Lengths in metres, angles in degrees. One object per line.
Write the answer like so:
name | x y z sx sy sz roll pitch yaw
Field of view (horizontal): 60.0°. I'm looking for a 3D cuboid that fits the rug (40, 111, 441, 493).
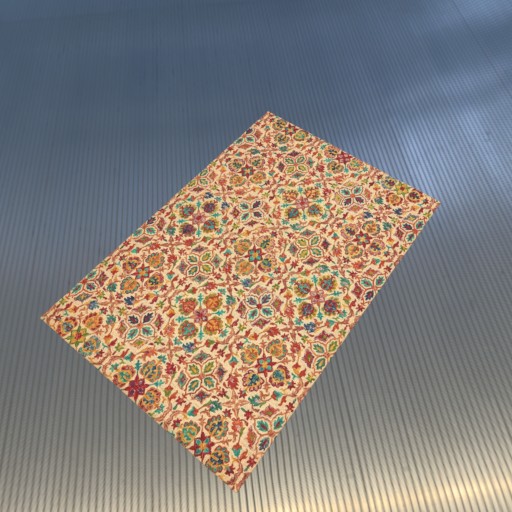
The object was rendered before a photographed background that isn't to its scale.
rug | 0.000 0.000 2.327 1.226 0.013 1.838 34 65 18
